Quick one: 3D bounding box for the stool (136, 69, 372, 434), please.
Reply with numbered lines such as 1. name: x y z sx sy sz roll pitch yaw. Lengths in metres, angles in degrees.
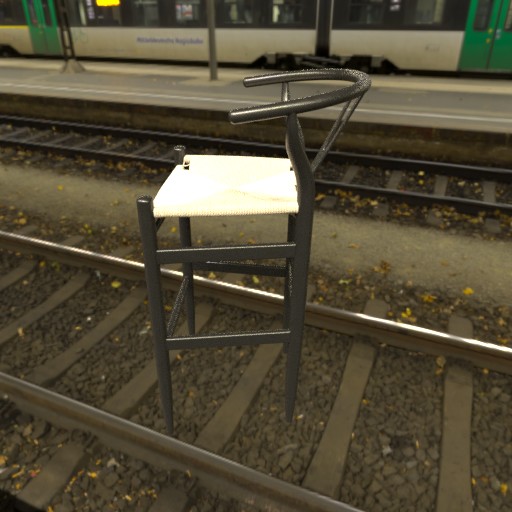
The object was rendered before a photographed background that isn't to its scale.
1. stool: 0.000 0.000 1.394 0.579 1.072 0.569 1 29 2
